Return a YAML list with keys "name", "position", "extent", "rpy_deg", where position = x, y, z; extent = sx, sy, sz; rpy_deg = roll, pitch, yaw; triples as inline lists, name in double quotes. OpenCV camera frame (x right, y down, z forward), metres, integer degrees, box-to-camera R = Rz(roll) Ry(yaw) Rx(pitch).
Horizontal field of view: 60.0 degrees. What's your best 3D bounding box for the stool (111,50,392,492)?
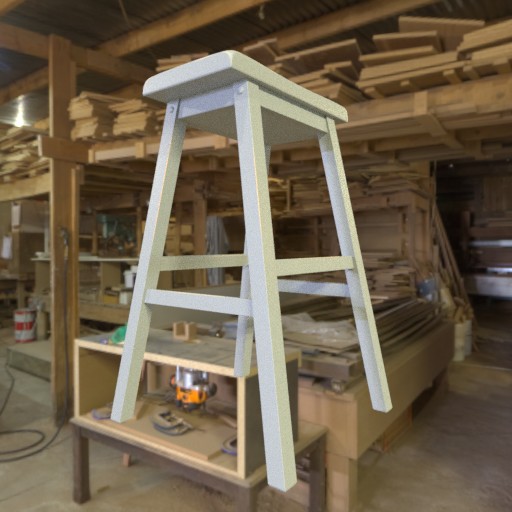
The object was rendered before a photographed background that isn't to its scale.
- name: "stool"
  position: [0.000, 0.000, 1.023]
  extent: [0.476, 0.737, 0.457]
  rpy_deg: [1, 2, 38]
